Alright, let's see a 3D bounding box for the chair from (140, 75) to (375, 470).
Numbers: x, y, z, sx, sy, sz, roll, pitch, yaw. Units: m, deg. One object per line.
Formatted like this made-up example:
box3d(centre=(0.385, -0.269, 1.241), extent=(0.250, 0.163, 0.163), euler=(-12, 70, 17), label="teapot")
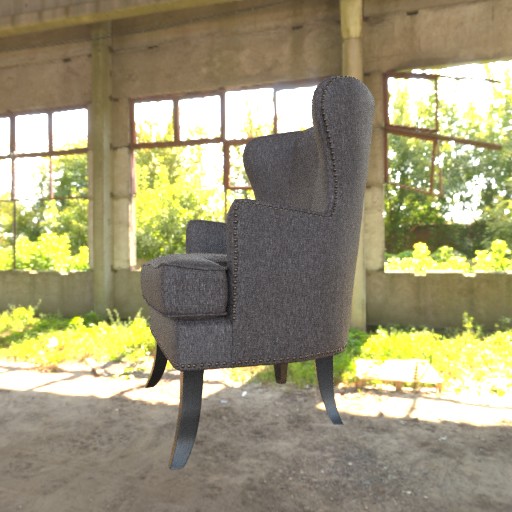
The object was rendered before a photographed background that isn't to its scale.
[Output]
box3d(centre=(0.000, 0.000, 1.562), extent=(0.758, 1.060, 0.759), euler=(0, -1, -19), label="chair")
